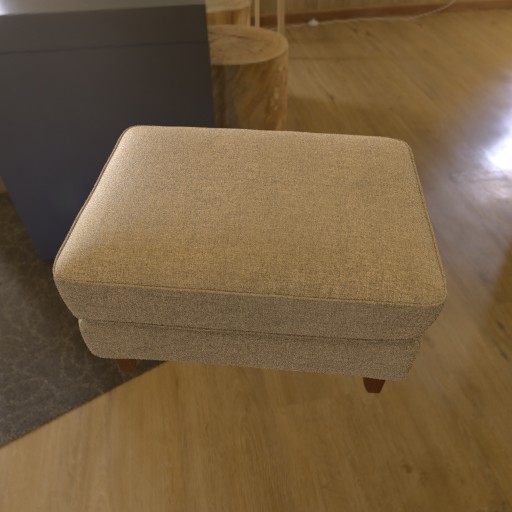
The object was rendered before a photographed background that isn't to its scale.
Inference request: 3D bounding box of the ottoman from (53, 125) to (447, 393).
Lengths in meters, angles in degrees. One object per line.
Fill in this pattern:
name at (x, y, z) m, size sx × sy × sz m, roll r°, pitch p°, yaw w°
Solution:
ottoman at (0.000, 0.000, 1.316) m, size 0.889 × 0.561 × 0.661 m, roll 4°, pitch 47°, yaw 3°
